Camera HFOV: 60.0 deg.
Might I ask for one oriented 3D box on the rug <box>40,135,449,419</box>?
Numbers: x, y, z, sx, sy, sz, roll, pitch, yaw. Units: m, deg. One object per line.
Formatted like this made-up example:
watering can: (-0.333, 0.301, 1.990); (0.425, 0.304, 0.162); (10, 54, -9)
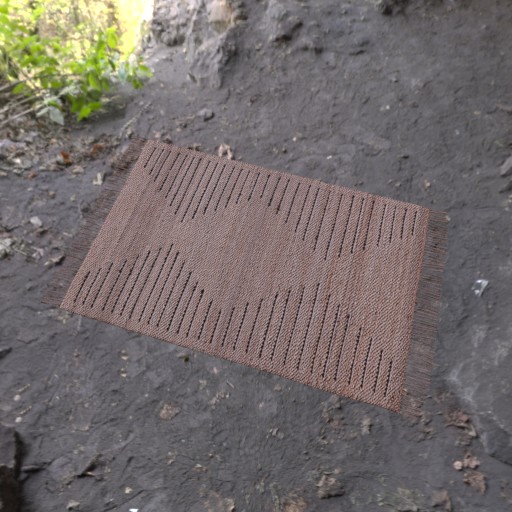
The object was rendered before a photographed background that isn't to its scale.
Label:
rug: (0.000, 0.000, 2.517); (2.085, 0.027, 1.224); (15, 64, 8)
